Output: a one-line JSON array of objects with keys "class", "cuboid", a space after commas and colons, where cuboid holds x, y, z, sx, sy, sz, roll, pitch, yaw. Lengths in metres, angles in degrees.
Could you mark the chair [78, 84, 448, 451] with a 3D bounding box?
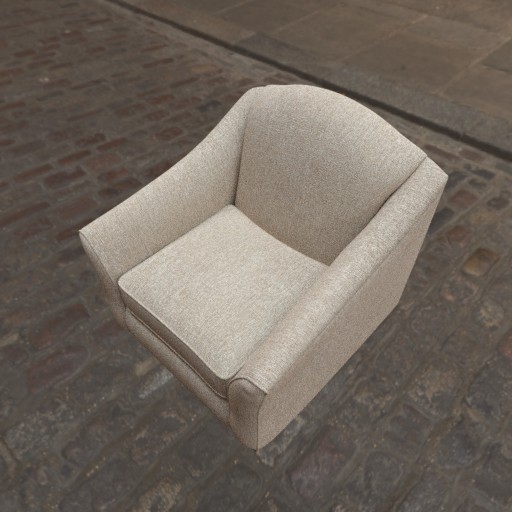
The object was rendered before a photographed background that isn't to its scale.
[{"class": "chair", "cuboid": [0.000, 0.000, 1.427, 0.763, 0.839, 0.787, 34, 56, 28]}]
